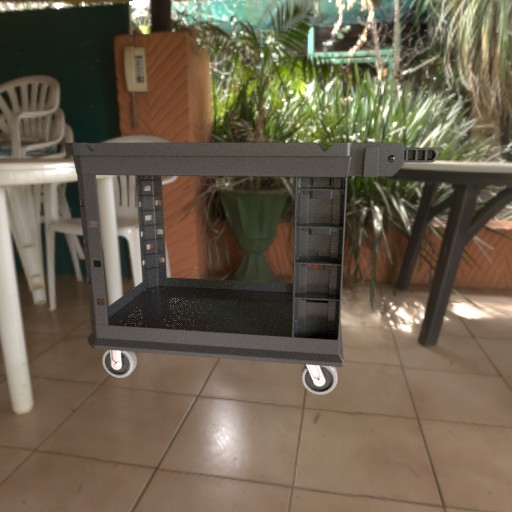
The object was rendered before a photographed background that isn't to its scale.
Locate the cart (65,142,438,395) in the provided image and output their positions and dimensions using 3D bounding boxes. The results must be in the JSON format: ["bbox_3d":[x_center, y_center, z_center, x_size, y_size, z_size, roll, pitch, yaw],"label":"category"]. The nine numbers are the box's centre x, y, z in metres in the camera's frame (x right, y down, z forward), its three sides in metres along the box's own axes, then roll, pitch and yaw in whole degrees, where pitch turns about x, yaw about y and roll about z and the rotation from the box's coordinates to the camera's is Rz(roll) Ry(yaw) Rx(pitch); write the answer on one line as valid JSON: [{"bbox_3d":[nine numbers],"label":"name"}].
[{"bbox_3d":[0.000,0.000,1.793,1.239,0.884,0.674,2,14,9],"label":"cart"}]
